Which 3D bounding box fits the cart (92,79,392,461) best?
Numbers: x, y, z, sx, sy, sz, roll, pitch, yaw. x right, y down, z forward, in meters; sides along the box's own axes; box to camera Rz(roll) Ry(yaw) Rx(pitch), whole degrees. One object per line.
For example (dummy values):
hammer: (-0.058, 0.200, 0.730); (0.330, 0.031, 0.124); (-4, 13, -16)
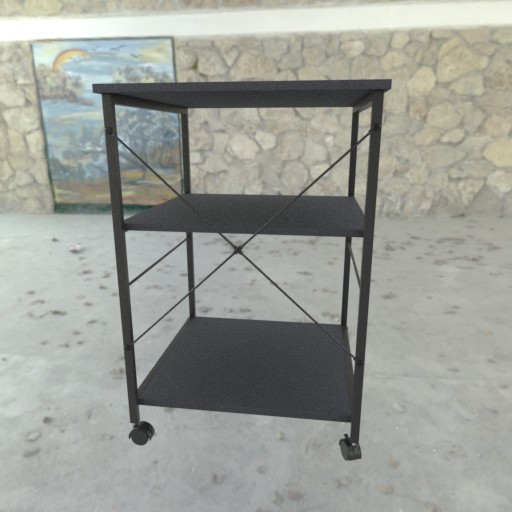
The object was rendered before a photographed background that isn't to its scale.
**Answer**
cart: (0.000, 0.000, 1.108); (0.521, 0.762, 0.520); (2, 16, 8)
